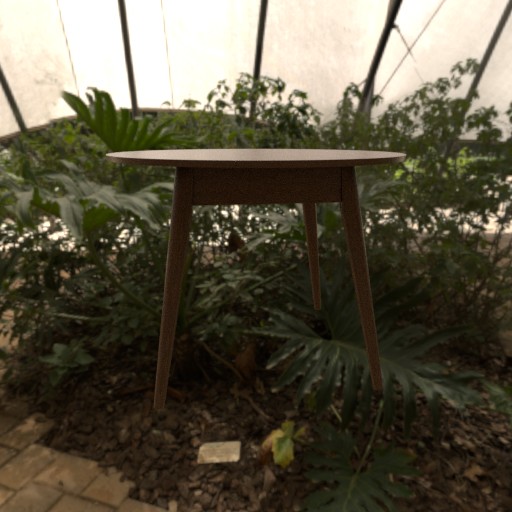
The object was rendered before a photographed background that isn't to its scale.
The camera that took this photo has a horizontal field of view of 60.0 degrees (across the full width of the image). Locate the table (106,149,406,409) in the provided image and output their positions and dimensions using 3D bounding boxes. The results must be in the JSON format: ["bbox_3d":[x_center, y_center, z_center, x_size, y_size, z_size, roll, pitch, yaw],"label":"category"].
[{"bbox_3d":[0.000,0.000,1.734,1.053,0.786,1.053,0,15,0],"label":"table"}]
